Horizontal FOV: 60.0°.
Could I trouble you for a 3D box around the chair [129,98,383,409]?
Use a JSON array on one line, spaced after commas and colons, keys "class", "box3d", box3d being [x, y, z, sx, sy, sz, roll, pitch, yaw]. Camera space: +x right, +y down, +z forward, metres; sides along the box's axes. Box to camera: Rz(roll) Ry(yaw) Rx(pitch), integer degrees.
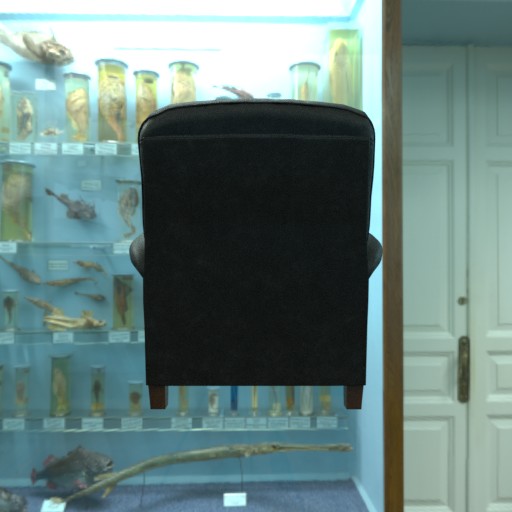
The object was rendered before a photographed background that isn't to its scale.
[{"class": "chair", "box3d": [0.000, 0.000, 1.774, 0.936, 1.018, 0.986, 0, -1, 0]}]
